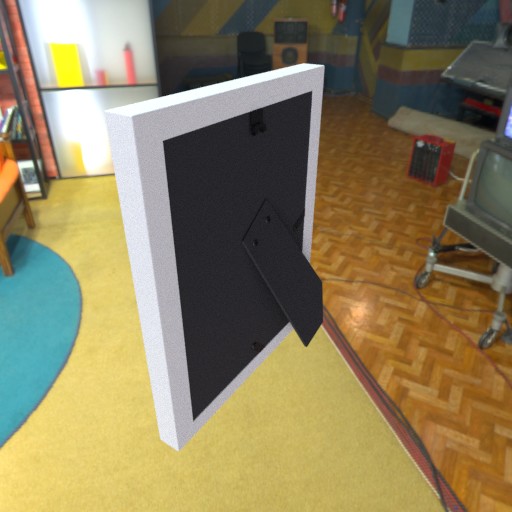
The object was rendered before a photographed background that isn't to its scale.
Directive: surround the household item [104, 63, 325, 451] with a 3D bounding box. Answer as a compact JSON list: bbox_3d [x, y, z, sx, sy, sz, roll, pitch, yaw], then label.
[{"bbox_3d":[0.000,0.000,0.341,0.045,0.250,0.200,19,36,29],"label":"household item"}]
